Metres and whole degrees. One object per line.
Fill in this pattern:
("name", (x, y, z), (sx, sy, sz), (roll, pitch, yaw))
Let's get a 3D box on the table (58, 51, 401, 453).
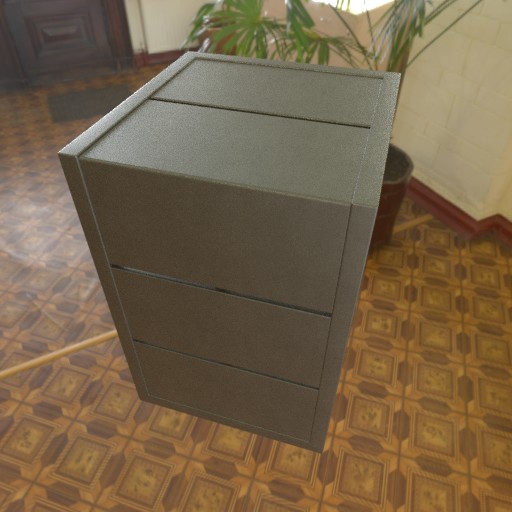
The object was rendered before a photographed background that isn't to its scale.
("table", (0.000, 0.000, 0.875), (0.405, 0.609, 0.420), (12, 43, 13))
